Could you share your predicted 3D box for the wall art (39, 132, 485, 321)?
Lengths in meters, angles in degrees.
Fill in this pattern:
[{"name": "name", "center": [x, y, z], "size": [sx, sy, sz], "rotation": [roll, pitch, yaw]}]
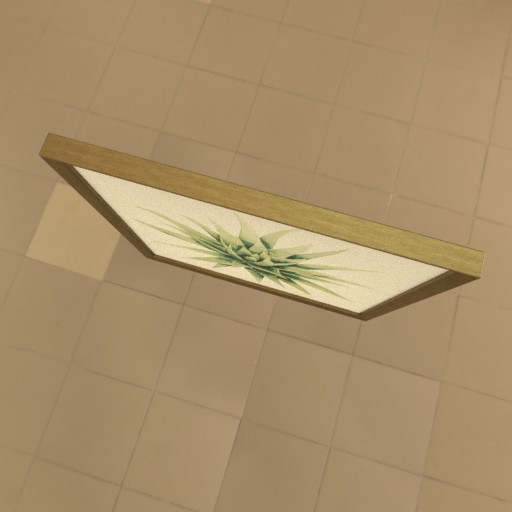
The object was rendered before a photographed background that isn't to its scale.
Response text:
[{"name": "wall art", "center": [0.000, 0.000, 0.732], "size": [0.503, 0.506, 0.030], "rotation": [16, 77, 4]}]
